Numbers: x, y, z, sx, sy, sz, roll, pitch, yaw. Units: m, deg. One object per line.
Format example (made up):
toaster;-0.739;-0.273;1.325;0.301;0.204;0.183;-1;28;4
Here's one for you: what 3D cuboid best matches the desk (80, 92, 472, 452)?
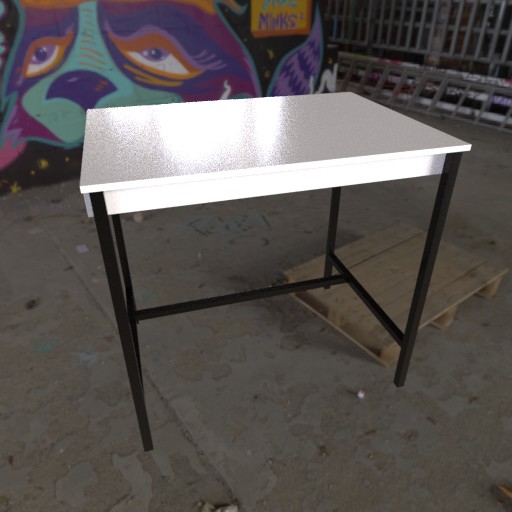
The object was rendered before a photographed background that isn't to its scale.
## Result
desk;0.000;0.000;1.303;0.811;0.766;0.573;-9;33;-14
